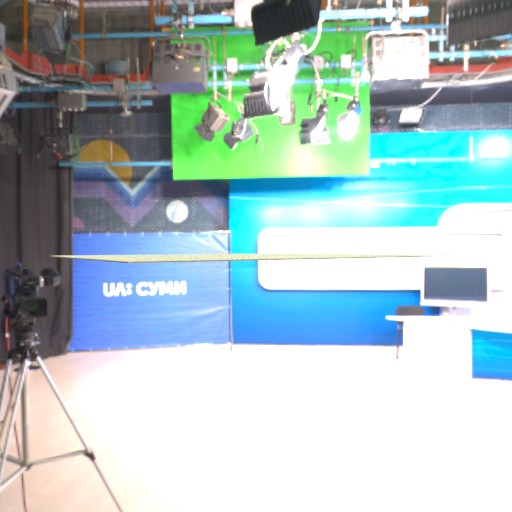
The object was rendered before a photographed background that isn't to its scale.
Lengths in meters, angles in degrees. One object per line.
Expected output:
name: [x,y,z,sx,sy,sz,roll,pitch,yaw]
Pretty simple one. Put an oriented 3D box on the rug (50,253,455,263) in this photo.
rug: [0.000,0.000,2.279,1.747,0.006,1.143,-1,1,-36]
